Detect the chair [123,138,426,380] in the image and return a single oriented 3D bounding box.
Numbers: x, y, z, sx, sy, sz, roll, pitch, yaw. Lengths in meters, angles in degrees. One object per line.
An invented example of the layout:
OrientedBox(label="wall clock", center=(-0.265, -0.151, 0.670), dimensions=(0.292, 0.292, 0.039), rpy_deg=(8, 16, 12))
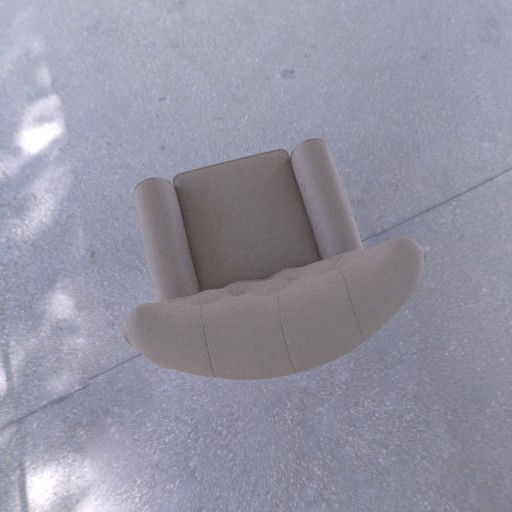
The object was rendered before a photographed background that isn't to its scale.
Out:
OrientedBox(label="chair", center=(0.000, 0.000, 1.950), dimensions=(0.999, 1.138, 1.041), rpy_deg=(-14, 75, -4))
